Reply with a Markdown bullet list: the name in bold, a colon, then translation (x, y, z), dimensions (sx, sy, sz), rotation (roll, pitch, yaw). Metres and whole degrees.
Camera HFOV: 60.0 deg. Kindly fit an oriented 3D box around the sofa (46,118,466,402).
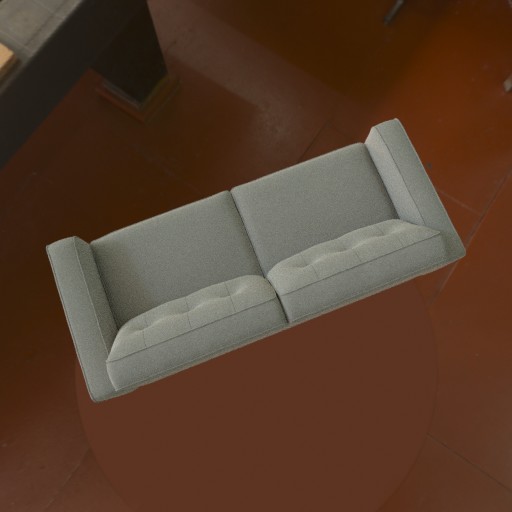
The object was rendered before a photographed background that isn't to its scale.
- **sofa**: translation (0.000, 0.000, 2.711), dimensions (2.270, 0.781, 0.956), rotation (-21, 78, -5)
